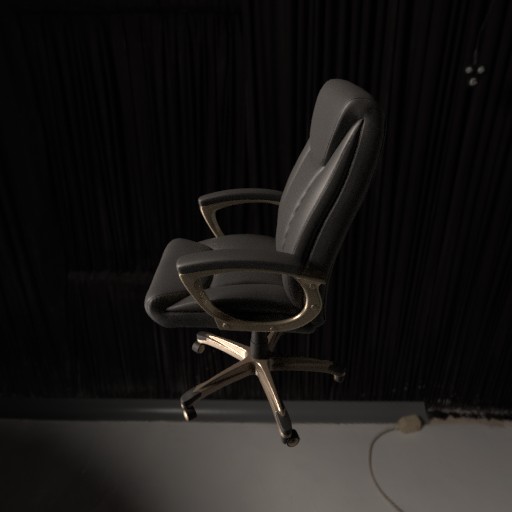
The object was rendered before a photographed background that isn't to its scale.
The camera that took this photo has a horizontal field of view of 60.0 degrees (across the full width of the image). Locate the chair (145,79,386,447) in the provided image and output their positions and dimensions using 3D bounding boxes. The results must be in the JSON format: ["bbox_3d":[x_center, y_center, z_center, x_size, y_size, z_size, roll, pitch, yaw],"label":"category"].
[{"bbox_3d":[0.000,0.000,1.620,0.748,1.188,0.694,0,27,0],"label":"chair"}]
